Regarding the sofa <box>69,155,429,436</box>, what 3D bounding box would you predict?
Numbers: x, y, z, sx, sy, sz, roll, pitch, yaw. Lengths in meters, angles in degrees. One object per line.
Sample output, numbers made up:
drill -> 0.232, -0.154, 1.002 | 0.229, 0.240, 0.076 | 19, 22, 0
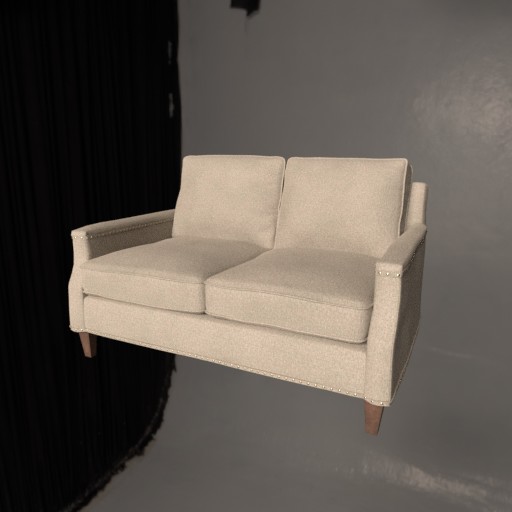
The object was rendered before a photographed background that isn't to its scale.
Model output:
sofa -> 0.000, 0.000, 2.274 | 1.597, 1.003, 1.084 | 7, 15, 26
